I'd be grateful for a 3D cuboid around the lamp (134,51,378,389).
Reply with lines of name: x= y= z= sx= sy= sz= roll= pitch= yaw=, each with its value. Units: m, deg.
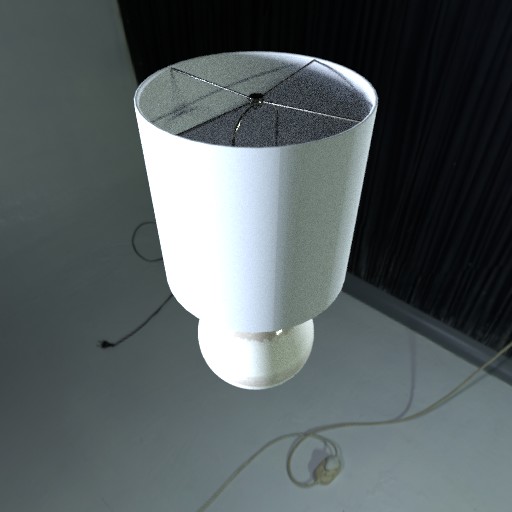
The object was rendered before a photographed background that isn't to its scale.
lamp: x=0.000 y=0.000 z=0.536 sx=0.217 sy=0.404 sz=0.217 roll=26 pitch=48 yaw=26
